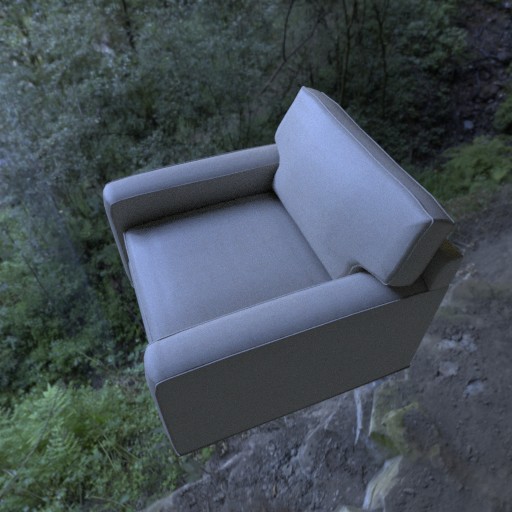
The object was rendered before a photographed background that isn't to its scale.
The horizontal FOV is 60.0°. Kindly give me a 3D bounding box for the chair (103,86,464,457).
[{"bbox_3d":[0.000,0.000,1.792,1.043,0.913,0.998,-16,49,-14],"label":"chair"}]
